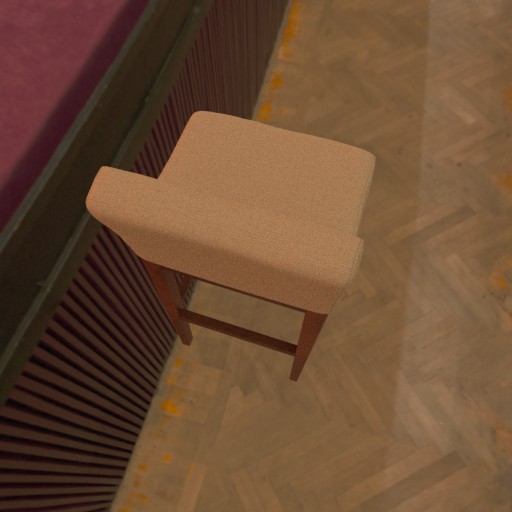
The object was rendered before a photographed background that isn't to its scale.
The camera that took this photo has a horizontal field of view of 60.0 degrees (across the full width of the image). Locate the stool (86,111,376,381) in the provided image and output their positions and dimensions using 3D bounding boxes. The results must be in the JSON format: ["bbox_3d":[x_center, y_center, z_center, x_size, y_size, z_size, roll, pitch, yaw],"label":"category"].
[{"bbox_3d":[0.000,0.000,1.313,0.511,1.037,0.500,16,64,8],"label":"stool"}]
